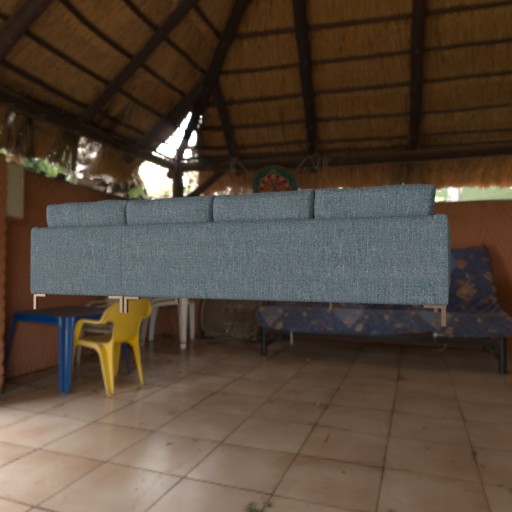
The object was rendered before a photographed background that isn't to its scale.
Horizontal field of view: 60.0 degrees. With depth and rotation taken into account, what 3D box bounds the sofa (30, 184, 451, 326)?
[{"bbox_3d":[0.000,0.000,3.529,2.737,0.753,1.879,0,-1,19],"label":"sofa"}]
